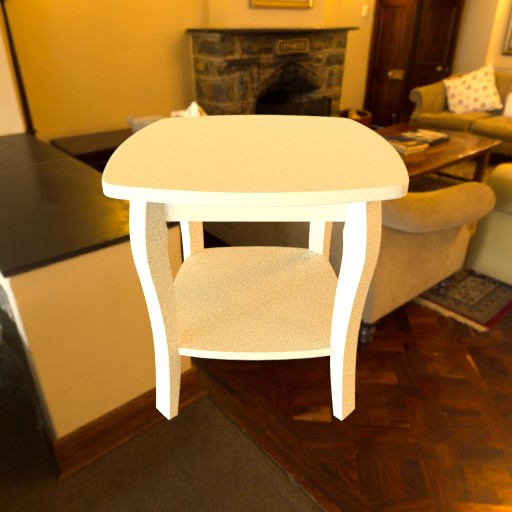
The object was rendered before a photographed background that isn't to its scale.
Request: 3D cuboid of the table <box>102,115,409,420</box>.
[{"bbox_3d":[0.000,0.000,0.855,0.451,0.438,0.502,0,28,0],"label":"table"}]
